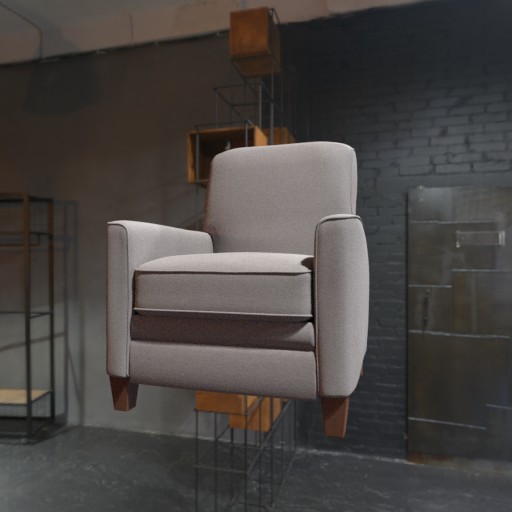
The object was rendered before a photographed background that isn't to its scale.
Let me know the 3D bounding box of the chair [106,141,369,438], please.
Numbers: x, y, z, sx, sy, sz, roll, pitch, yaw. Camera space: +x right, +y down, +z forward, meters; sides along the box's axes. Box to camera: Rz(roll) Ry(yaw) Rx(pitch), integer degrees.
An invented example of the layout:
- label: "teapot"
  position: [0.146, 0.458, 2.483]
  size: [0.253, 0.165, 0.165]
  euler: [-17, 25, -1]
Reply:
- label: "chair"
  position: [0.000, 0.000, 1.716]
  size: [0.845, 1.023, 0.859]
  euler: [0, 0, 18]
